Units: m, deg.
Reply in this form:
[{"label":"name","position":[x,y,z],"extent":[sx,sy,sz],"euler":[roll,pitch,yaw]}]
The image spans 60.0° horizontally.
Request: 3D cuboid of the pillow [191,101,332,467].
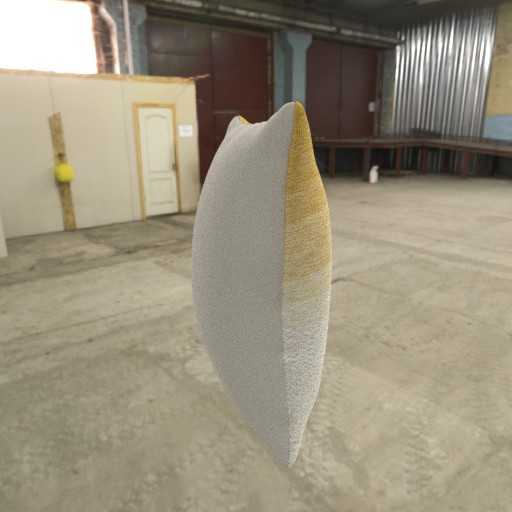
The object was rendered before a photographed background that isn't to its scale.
[{"label":"pillow","position":[0.000,0.000,0.722],"extent":[0.211,0.450,0.450],"euler":[-3,16,-10]}]
